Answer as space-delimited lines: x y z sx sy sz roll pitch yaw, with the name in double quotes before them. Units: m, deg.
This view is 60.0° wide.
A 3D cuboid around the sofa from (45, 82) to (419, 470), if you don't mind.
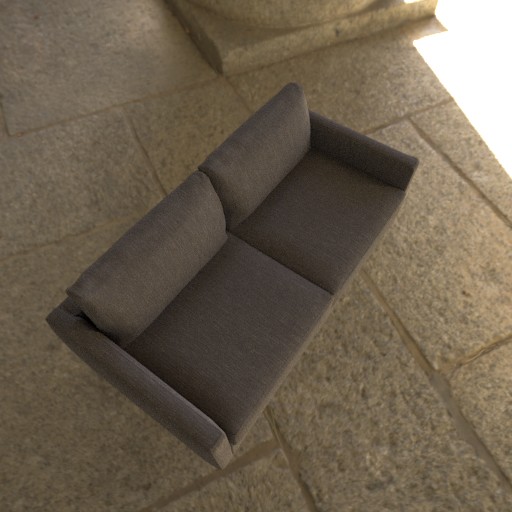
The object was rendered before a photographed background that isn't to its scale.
"sofa" 0.000 0.000 2.128 0.875 0.840 1.682 31 63 18
